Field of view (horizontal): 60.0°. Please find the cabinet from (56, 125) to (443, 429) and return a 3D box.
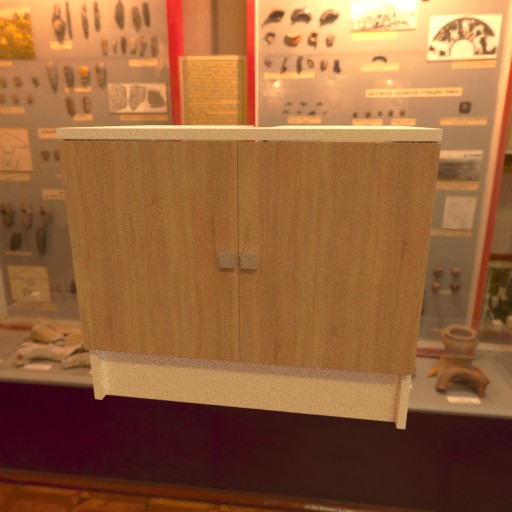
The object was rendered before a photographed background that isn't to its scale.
[{"bbox_3d":[0.000,0.000,0.933,0.600,0.522,0.400,3,17,8],"label":"cabinet"}]
